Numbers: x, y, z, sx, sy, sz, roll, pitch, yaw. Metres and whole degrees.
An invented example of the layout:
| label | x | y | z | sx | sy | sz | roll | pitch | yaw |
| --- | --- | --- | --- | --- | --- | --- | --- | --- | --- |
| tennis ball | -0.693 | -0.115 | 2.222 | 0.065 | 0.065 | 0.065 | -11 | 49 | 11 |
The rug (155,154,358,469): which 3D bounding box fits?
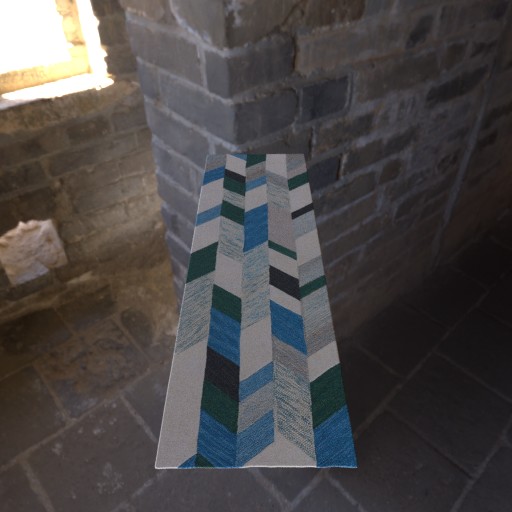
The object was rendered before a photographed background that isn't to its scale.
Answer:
| label | x | y | z | sx | sy | sz | roll | pitch | yaw |
| --- | --- | --- | --- | --- | --- | --- | --- | --- | --- |
| rug | 0.000 | 0.000 | 2.594 | 0.774 | 0.008 | 2.437 | 0 | 41 | 0 |
